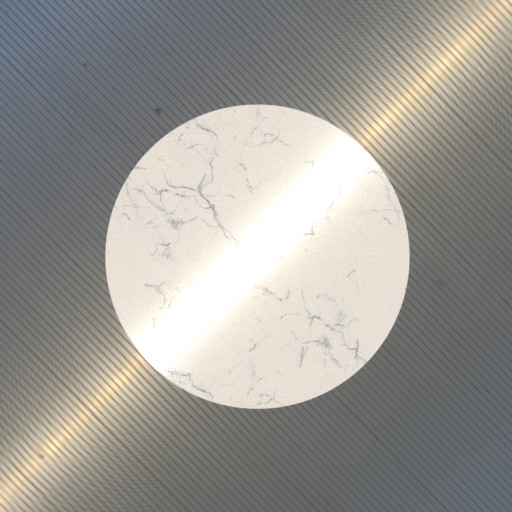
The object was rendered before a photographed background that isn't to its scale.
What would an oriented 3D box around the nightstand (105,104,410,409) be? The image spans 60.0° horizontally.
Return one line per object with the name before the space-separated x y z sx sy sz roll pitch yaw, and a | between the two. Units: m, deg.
nightstand | 0.000 0.000 0.887 0.400 0.610 0.400 0 90 0
